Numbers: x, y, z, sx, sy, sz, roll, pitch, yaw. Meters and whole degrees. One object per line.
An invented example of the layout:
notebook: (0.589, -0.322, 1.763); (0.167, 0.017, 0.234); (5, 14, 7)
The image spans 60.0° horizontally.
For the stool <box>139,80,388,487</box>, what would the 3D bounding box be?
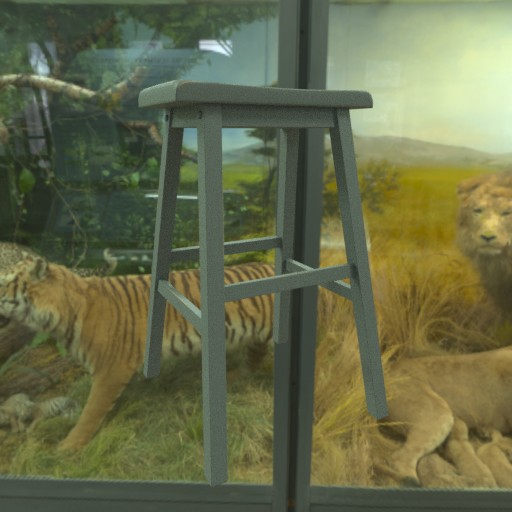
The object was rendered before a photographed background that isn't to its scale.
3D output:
stool: (0.000, 0.000, 1.049); (0.457, 0.737, 0.476); (-8, 18, -28)
